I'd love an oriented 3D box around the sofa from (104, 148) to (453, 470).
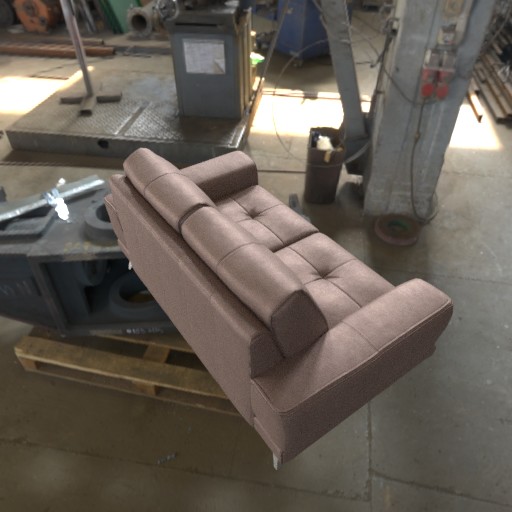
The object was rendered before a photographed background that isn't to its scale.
[{"bbox_3d":[0.000,0.000,2.388,1.018,0.907,1.806,-25,47,-26],"label":"sofa"}]
